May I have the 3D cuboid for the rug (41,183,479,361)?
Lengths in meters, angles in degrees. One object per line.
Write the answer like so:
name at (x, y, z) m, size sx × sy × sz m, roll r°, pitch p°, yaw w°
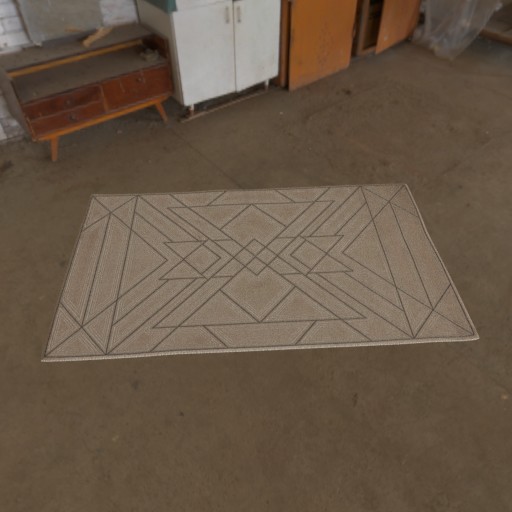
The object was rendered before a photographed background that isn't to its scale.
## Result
rug at (0.000, 0.000, 1.044) m, size 0.869 × 0.008 × 0.511 m, roll -2°, pitch 47°, yaw -2°
